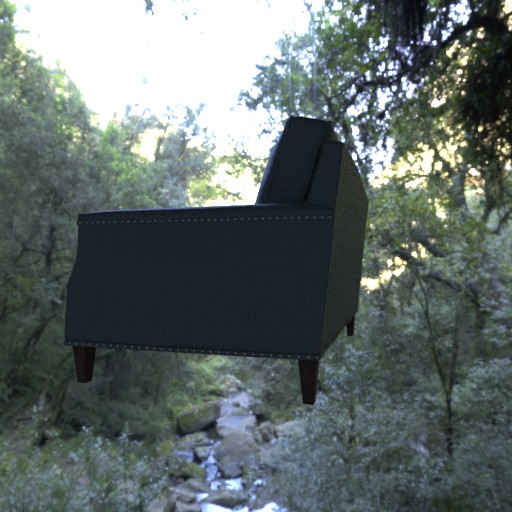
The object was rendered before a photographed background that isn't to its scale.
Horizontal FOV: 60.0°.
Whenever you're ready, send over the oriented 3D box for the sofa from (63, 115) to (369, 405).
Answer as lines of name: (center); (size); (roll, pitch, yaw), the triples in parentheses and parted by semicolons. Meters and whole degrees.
sofa: (0.000, 0.000, 2.291); (1.084, 1.003, 1.597); (0, -1, 17)
